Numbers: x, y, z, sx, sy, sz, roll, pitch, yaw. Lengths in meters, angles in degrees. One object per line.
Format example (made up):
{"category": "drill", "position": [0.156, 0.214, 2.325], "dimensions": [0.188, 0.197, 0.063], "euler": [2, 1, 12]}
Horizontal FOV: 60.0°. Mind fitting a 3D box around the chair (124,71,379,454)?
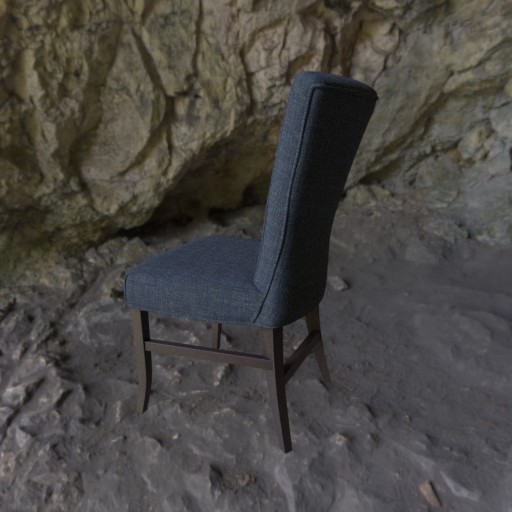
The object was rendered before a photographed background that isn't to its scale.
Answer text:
{"category": "chair", "position": [0.000, 0.000, 1.362], "dimensions": [0.660, 0.991, 0.520], "euler": [8, 18, 25]}
